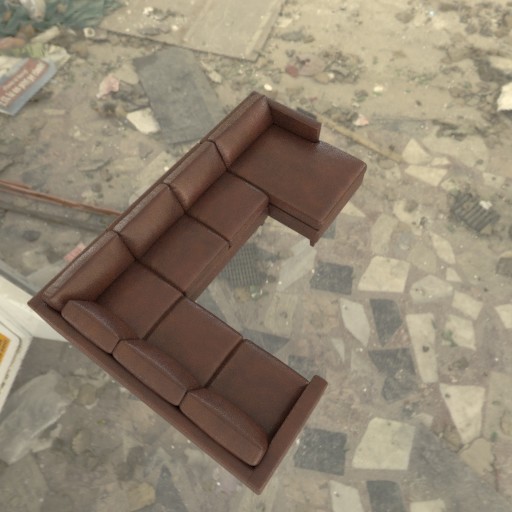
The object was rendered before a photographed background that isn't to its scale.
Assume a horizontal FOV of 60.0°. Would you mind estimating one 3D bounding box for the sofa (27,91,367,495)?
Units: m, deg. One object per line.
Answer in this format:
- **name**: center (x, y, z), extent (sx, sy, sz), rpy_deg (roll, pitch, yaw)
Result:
- **sofa**: center (0.000, 0.000, 4.344), extent (2.452, 0.891, 3.324), rpy_deg (32, 64, 17)
